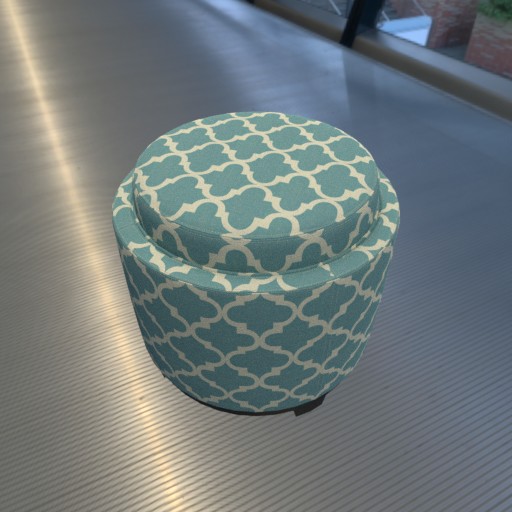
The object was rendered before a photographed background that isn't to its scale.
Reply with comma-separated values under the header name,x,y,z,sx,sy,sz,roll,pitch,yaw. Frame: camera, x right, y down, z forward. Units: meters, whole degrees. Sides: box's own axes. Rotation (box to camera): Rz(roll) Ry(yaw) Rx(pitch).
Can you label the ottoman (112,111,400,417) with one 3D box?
name,x,y,z,sx,sy,sz,roll,pitch,yaw
ottoman,0.000,0.000,0.839,0.480,0.429,0.480,0,42,0
